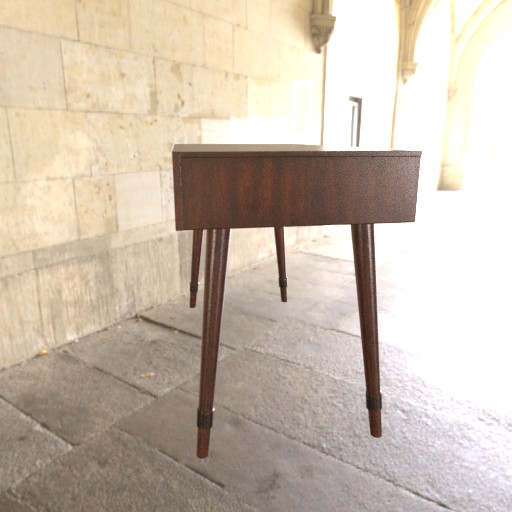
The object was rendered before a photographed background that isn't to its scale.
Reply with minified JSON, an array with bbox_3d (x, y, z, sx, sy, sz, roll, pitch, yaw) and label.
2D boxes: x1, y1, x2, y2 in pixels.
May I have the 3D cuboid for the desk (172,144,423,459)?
[{"bbox_3d":[0.000,0.000,2.141,0.734,1.031,1.577,-3,15,-9],"label":"desk"}]
